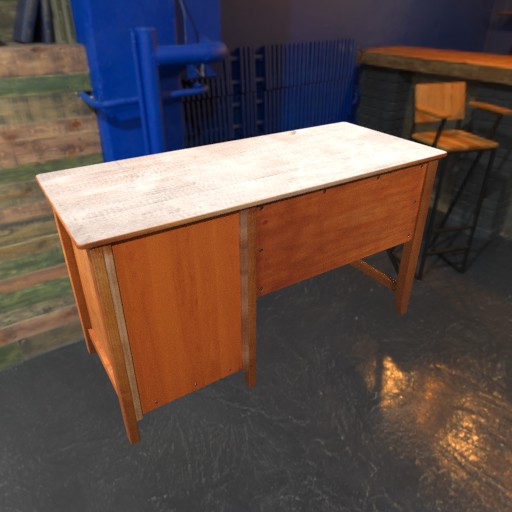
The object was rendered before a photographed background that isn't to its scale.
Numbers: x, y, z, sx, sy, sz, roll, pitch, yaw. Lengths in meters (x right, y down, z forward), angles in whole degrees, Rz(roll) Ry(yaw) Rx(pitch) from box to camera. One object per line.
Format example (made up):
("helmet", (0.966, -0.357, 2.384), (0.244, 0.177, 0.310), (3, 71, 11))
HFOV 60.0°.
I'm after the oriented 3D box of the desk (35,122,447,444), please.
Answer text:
("desk", (0.000, 0.000, 1.742), (1.353, 0.756, 0.574), (-18, 34, -28))
